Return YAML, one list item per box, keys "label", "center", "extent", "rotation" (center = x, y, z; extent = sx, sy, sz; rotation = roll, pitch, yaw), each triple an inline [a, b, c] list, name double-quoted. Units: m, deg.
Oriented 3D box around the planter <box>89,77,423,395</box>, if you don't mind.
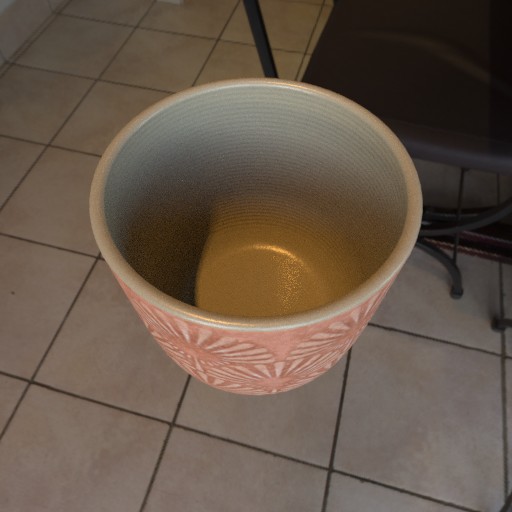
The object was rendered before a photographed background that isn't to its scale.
- label: "planter"
  center: [0.000, 0.000, 0.212]
  extent: [0.124, 0.109, 0.124]
  rotation: [0, 57, 0]
